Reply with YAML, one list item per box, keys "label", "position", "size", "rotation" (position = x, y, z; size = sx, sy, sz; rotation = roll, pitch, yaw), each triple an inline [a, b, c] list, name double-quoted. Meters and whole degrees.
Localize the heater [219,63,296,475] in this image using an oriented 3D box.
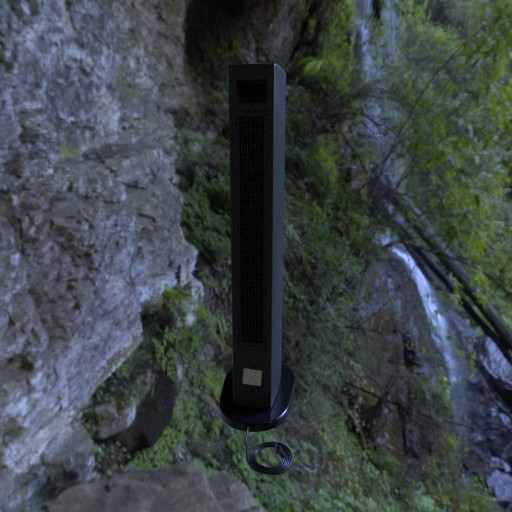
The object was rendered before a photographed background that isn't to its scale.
- label: "heater"
  position: [0.000, 0.000, 1.060]
  size: [0.214, 0.856, 0.458]
  rotation: [2, 15, 8]
